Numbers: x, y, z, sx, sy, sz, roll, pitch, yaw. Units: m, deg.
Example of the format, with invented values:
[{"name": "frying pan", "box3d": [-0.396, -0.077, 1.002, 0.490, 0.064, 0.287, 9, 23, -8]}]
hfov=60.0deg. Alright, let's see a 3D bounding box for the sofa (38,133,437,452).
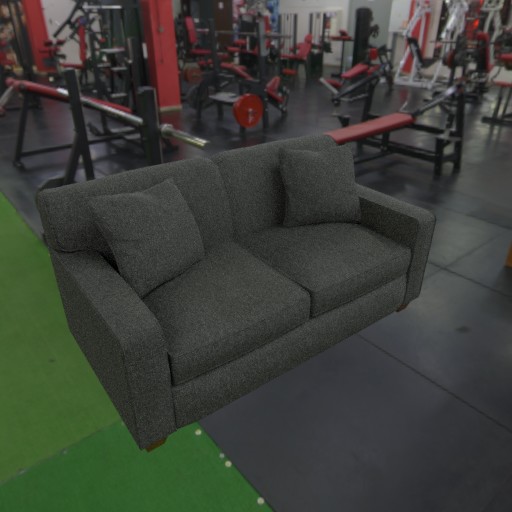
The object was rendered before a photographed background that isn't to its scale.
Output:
[{"name": "sofa", "box3d": [0.000, 0.000, 2.382, 1.846, 0.958, 0.998, -20, 35, -31]}]
